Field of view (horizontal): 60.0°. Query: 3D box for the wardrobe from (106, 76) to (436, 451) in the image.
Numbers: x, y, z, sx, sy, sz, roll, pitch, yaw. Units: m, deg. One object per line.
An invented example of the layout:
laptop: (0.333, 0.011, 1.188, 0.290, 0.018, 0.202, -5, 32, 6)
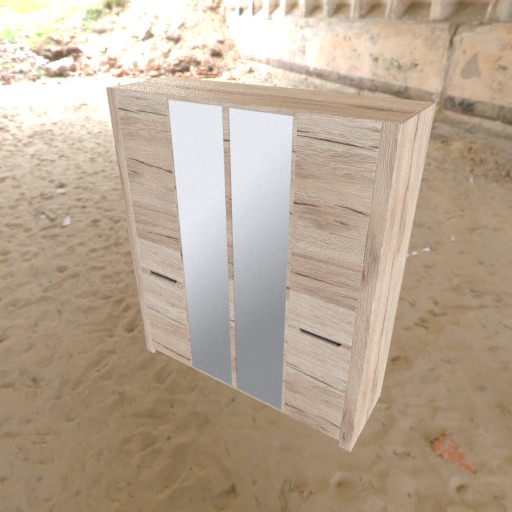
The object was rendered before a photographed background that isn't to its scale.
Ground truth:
wardrobe: (0.000, 0.000, 2.977, 1.810, 2.070, 0.580, 18, 34, 28)
